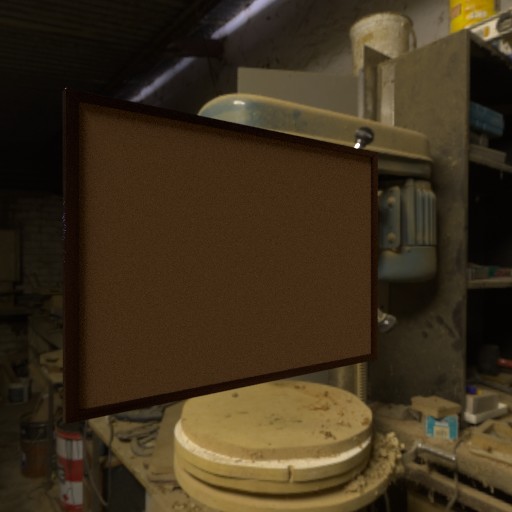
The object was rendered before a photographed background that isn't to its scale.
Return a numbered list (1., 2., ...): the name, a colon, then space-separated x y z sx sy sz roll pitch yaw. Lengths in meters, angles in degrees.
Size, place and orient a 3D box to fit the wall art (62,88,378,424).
1. wall art: 0.000 0.000 0.530 0.431 0.304 0.012 0 0 -35
